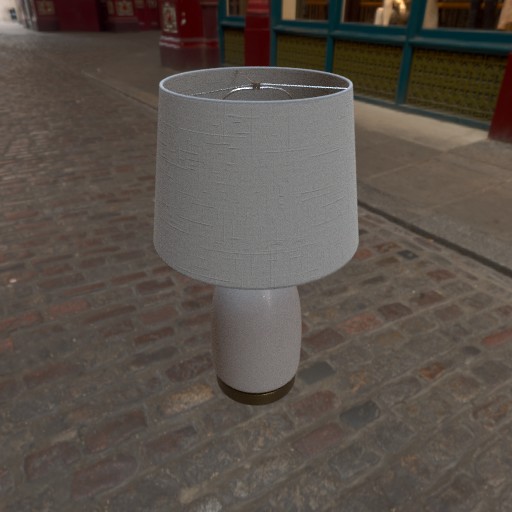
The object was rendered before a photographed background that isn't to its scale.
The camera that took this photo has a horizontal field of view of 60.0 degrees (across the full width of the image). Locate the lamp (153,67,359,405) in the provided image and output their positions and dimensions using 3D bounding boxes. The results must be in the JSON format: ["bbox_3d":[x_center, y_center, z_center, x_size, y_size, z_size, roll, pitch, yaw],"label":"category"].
[{"bbox_3d":[0.000,0.000,0.649,0.285,0.483,0.285,0,31,0],"label":"lamp"}]
